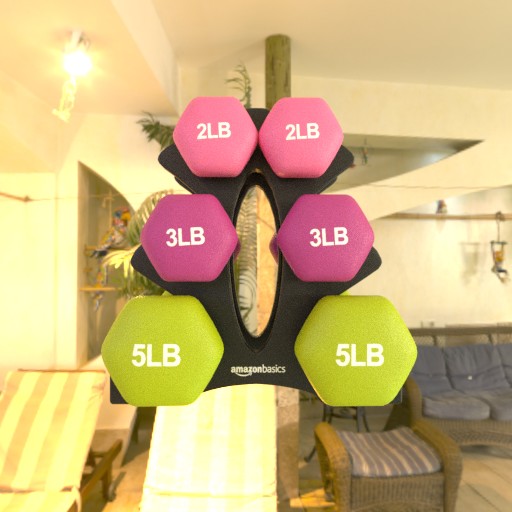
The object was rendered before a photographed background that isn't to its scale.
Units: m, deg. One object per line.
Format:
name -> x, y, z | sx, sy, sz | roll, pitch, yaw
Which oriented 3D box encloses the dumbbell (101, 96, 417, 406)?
dumbbell -> 0.000, 0.000, 0.438 | 0.257, 0.261, 0.203 | 0, -1, 0
